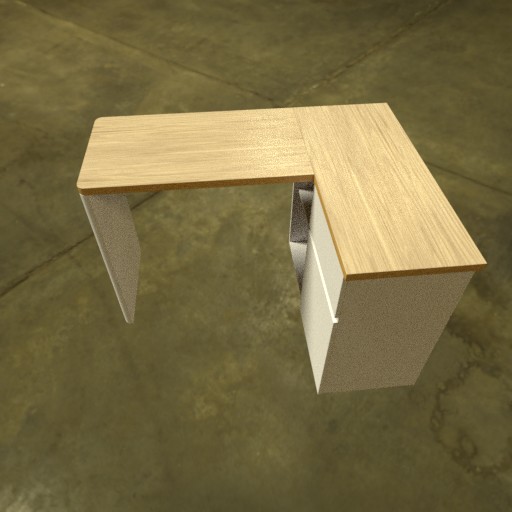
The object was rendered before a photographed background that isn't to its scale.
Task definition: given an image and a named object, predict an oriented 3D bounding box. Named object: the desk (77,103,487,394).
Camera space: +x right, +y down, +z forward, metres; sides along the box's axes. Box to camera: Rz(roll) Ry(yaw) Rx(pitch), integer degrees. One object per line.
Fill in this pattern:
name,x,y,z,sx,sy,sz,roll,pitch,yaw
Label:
desk,0.000,0.000,1.745,1.170,0.760,0.900,-4,47,-4
